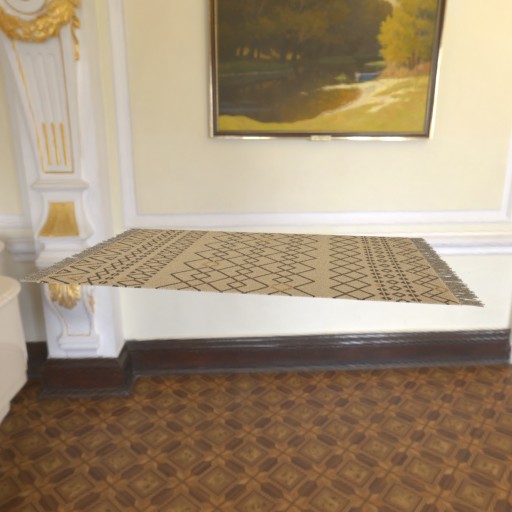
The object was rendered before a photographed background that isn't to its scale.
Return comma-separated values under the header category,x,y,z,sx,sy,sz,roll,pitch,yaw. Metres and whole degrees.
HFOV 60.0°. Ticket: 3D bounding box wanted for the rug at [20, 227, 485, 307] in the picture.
category,x,y,z,sx,sy,sz,roll,pitch,yaw
rug,0.000,0.000,3.004,2.472,0.035,1.495,2,15,9
